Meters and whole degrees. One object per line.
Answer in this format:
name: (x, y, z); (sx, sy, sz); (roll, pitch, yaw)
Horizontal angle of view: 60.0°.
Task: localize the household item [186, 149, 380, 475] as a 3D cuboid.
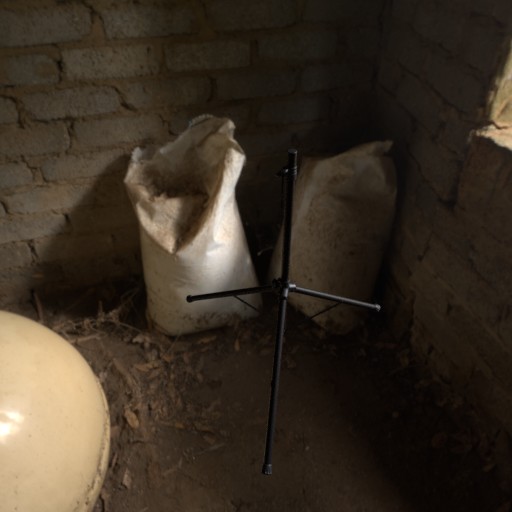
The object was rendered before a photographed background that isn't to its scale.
household item: (0.000, 0.000, 2.794); (1.339, 1.595, 1.596); (25, 47, 27)
